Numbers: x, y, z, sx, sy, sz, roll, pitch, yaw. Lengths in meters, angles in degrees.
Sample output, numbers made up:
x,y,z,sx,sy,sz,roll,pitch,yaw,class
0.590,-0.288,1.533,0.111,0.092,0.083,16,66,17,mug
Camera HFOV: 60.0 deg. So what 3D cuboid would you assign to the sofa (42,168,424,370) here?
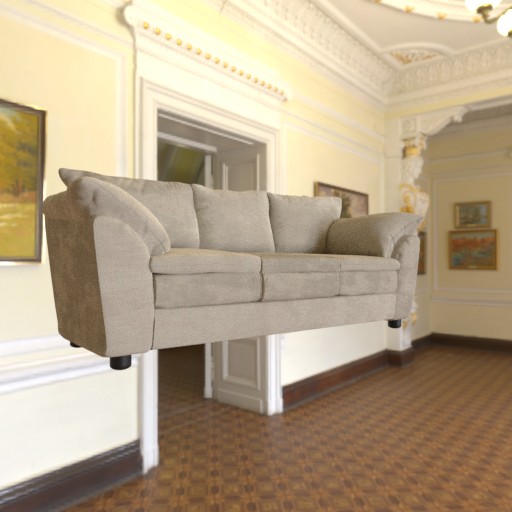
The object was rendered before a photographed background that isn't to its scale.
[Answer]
x,y,z,sx,sy,sz,roll,pitch,yaw,class
0.000,0.000,2.747,2.377,0.981,0.893,1,-1,-37,sofa
